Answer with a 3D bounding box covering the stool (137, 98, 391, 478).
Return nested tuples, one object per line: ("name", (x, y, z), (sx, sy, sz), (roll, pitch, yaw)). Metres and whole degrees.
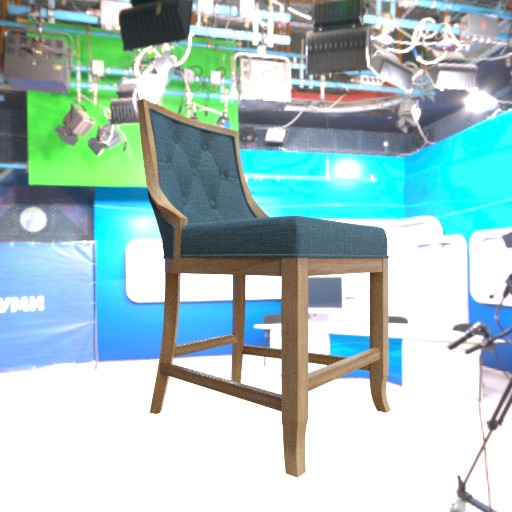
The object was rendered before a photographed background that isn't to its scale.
("stool", (0.000, 0.000, 1.324), (0.626, 0.938, 0.524), (0, 0, 38))
